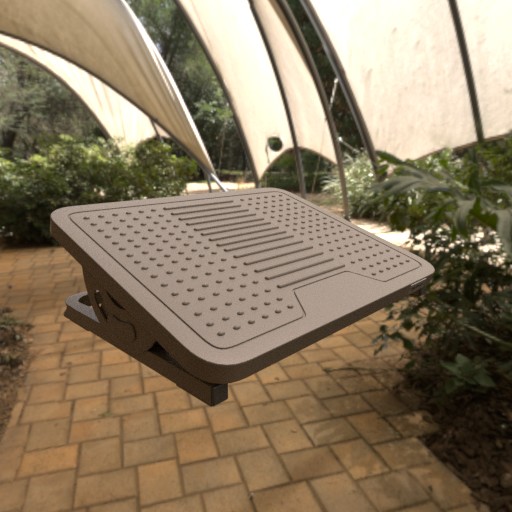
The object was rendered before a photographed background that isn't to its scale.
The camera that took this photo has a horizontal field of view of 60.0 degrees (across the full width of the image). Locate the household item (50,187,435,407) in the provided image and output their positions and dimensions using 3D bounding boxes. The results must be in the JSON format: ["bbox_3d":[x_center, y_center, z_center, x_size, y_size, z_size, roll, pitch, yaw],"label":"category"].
[{"bbox_3d":[0.000,0.000,0.538,0.301,0.126,0.390,13,19,43],"label":"household item"}]
